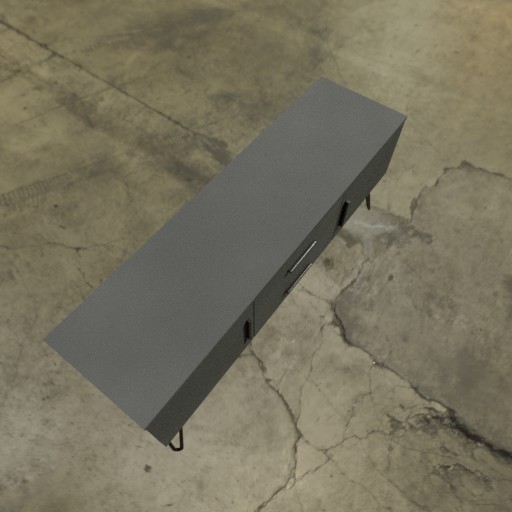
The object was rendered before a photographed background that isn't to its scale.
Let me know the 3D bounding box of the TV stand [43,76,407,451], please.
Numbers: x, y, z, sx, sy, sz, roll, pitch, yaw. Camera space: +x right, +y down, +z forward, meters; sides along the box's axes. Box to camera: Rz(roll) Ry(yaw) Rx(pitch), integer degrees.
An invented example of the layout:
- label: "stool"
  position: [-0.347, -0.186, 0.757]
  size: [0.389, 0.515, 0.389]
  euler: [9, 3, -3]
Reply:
- label: "TV stand"
  position: [0.000, 0.000, 1.677]
  size: [0.400, 0.560, 1.400]
  euler: [33, 64, 18]
